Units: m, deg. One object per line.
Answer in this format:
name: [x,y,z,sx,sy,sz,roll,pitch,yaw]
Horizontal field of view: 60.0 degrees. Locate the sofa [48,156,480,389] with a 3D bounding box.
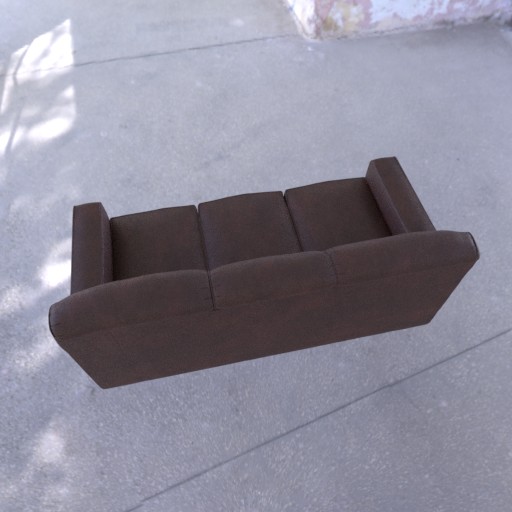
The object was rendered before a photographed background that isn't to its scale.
sofa: [0.000,0.000,2.591,2.039,0.953,1.008,-10,57,-7]
